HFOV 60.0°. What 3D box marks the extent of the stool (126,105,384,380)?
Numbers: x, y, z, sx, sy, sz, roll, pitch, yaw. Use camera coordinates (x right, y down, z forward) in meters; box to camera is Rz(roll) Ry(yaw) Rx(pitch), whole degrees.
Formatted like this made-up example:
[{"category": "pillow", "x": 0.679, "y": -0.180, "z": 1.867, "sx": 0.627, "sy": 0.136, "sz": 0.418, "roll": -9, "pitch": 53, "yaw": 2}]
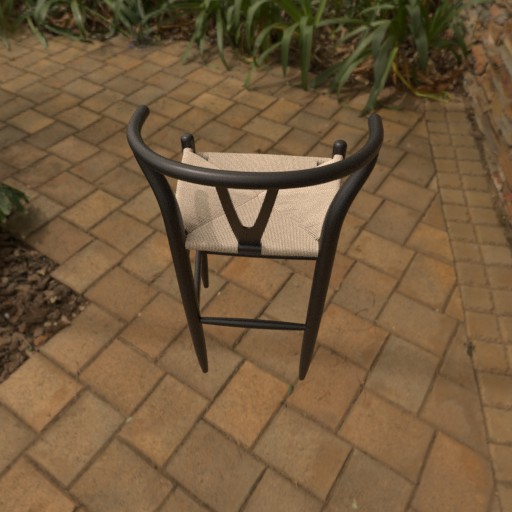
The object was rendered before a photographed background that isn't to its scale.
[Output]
[{"category": "stool", "x": 0.000, "y": 0.000, "z": 1.309, "sx": 0.569, "sy": 0.970, "sz": 0.579, "roll": 3, "pitch": 46, "yaw": 3}]
